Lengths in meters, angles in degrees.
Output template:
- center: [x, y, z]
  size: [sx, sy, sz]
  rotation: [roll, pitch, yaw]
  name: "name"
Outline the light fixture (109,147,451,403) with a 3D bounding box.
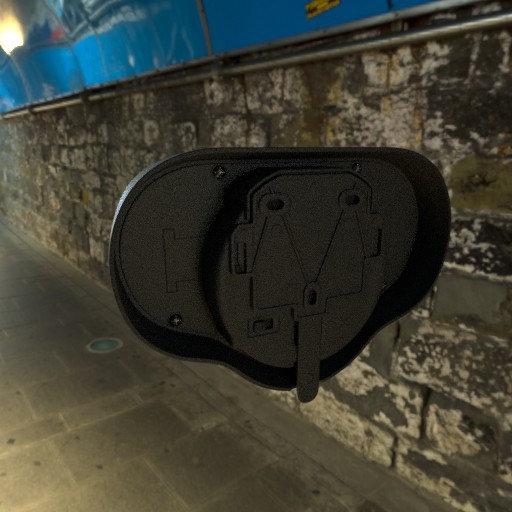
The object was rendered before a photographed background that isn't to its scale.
- center: [0.000, 0.000, 0.333]
  size: [0.229, 0.159, 0.159]
  rotation: [-7, 15, -25]
  name: "light fixture"
